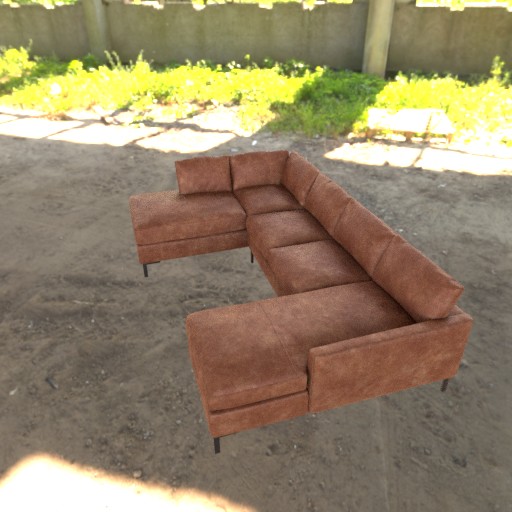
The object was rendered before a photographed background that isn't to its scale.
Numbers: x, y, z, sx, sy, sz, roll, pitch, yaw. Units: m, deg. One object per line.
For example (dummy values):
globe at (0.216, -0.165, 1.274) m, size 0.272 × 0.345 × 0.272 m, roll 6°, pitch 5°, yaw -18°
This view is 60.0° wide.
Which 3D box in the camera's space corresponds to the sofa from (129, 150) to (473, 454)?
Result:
sofa at (0.000, 0.000, 3.804) m, size 1.939 × 0.900 × 2.956 m, roll -9°, pitch 32°, yaw -15°
